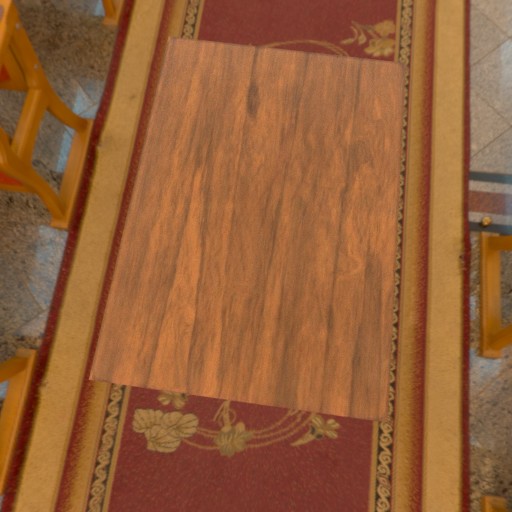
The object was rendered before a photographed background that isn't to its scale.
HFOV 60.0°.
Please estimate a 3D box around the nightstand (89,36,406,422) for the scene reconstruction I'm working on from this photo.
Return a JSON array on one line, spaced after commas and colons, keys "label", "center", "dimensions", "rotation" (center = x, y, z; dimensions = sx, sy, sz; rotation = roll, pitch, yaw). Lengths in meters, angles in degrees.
[{"label": "nightstand", "center": [0.000, 0.000, 1.010], "dimensions": [0.458, 0.610, 0.610], "rotation": [7, 74, 2]}]
